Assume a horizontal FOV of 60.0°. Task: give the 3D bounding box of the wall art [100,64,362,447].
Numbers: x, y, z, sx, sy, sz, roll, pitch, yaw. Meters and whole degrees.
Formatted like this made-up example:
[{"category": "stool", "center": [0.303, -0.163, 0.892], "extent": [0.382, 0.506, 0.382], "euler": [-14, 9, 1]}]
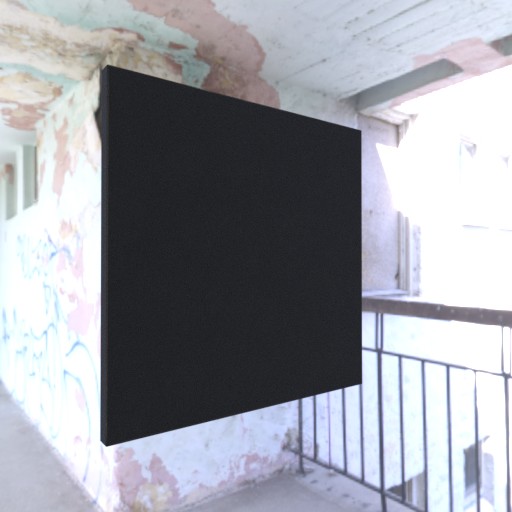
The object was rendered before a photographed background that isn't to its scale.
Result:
[{"category": "wall art", "center": [0.000, 0.000, 0.447], "extent": [0.304, 0.303, 0.015], "euler": [0, -1, -36]}]
